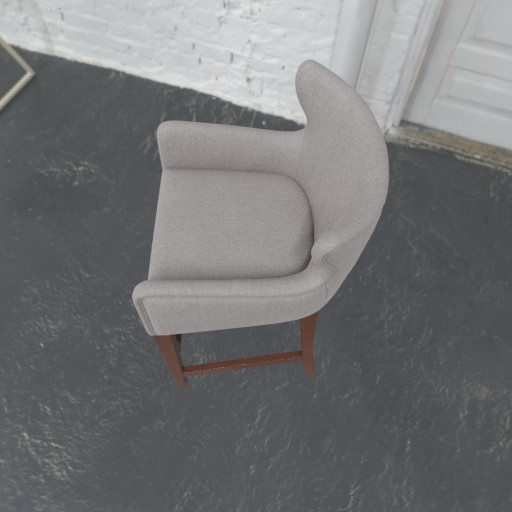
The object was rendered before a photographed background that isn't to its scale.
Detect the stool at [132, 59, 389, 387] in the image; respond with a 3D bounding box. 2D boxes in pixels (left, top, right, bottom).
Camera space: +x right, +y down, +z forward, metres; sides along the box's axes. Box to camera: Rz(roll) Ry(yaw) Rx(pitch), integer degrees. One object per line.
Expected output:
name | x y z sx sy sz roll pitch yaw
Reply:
stool | 0.000 0.000 1.348 0.575 0.951 0.575 -1 58 0
